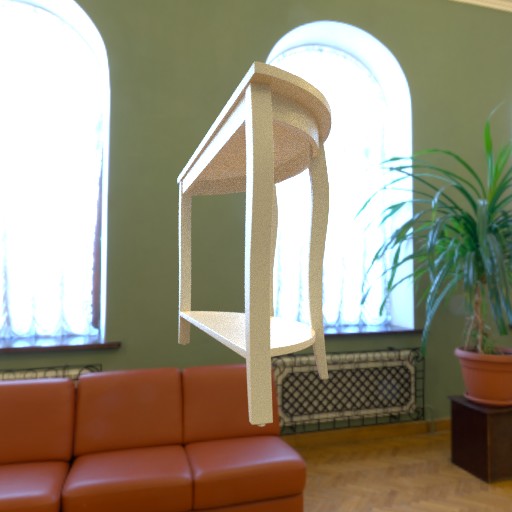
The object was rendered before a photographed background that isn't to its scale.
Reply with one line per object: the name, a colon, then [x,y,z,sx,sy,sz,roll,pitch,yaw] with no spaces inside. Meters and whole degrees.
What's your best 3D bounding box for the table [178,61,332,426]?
table: [0.000,0.000,1.569,0.394,0.780,1.219,1,-2,-18]
